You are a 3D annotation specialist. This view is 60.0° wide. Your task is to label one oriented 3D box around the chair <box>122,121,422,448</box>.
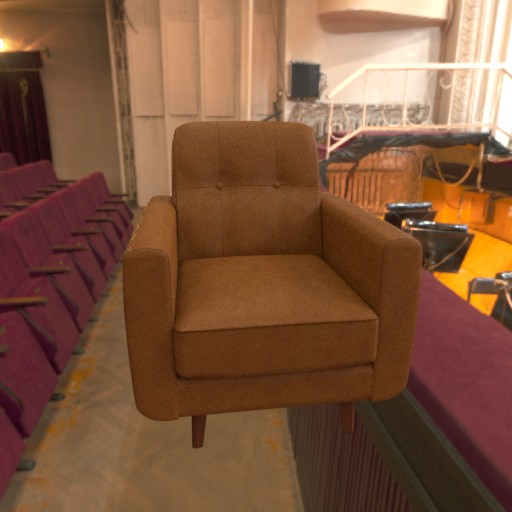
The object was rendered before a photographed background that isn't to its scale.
[{"bbox_3d":[0.000,0.000,1.652,0.845,0.968,0.942,-2,17,-8],"label":"chair"}]
